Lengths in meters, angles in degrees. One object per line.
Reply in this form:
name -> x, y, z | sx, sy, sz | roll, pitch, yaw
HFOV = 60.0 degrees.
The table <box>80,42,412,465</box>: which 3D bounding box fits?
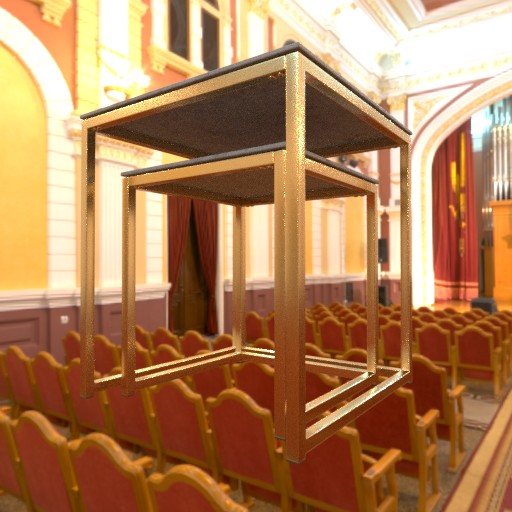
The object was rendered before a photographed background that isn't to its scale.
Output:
table -> 0.000, 0.000, 0.835 | 0.450, 0.500, 0.450 | -1, -1, 36
